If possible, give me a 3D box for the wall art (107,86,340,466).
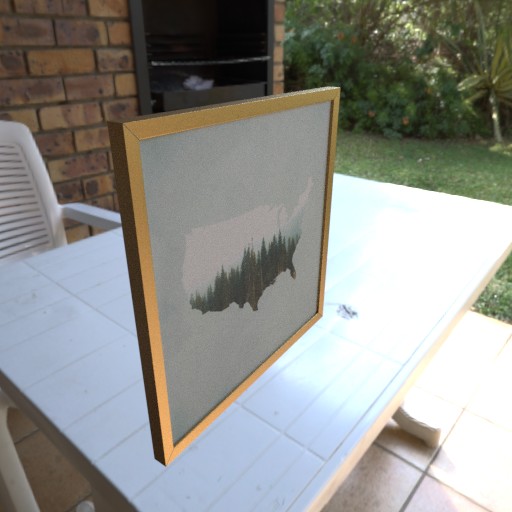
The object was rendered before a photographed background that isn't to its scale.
[{"bbox_3d":[0.000,0.000,1.138,0.038,0.762,0.762,17,31,32],"label":"wall art"}]
